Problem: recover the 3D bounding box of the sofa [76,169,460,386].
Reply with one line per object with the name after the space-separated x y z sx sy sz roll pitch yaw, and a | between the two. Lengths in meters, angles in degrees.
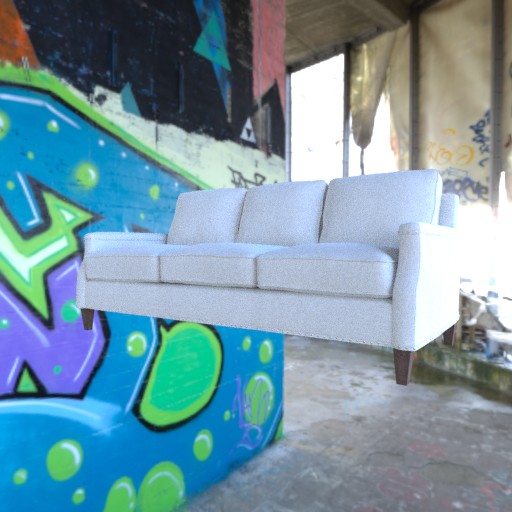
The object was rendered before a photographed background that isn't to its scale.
0.000 0.000 2.779 2.246 1.003 1.084 1 1 35 | sofa
